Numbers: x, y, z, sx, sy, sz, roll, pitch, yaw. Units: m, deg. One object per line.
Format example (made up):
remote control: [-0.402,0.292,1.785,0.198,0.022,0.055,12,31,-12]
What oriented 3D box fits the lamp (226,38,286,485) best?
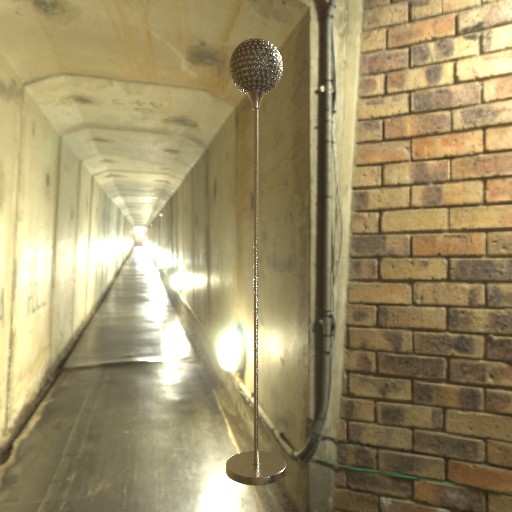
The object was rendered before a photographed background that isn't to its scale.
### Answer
lamp: [0.000,0.000,1.882,0.254,1.805,0.254,0,-1,0]
